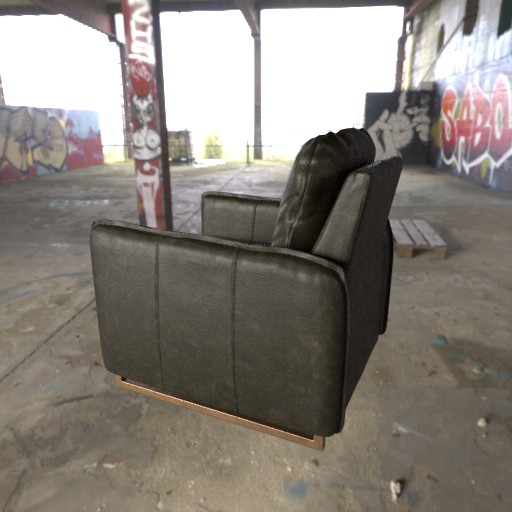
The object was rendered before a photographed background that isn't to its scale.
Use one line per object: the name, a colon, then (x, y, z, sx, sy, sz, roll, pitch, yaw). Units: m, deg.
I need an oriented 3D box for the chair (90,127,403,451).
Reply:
chair: (0.000, 0.000, 1.651, 0.921, 0.921, 0.830, 8, 19, 24)
